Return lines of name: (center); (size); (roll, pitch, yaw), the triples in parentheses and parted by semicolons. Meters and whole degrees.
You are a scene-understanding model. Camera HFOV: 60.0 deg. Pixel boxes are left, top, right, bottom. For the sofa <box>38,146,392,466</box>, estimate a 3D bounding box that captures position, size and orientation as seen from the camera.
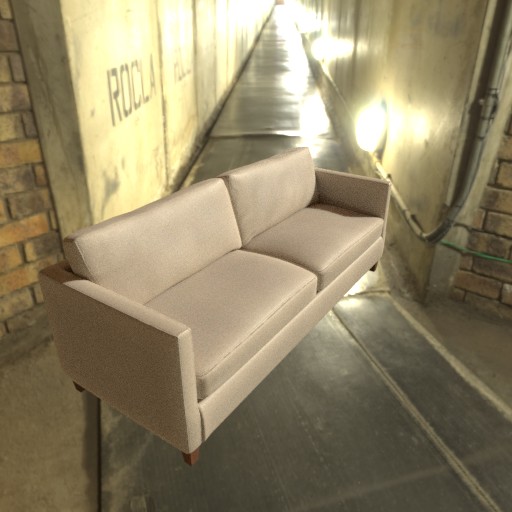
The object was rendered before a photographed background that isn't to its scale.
sofa: (0.000, 0.000, 2.846); (0.951, 0.968, 2.361); (17, 32, 30)
